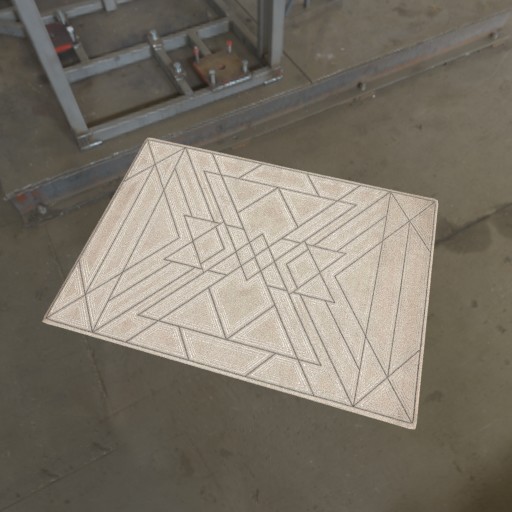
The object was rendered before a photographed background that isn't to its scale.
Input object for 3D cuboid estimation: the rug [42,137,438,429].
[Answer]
[{"bbox_3d":[0.000,0.000,4.409,3.381,0.026,2.436,14,60,8],"label":"rug"}]
